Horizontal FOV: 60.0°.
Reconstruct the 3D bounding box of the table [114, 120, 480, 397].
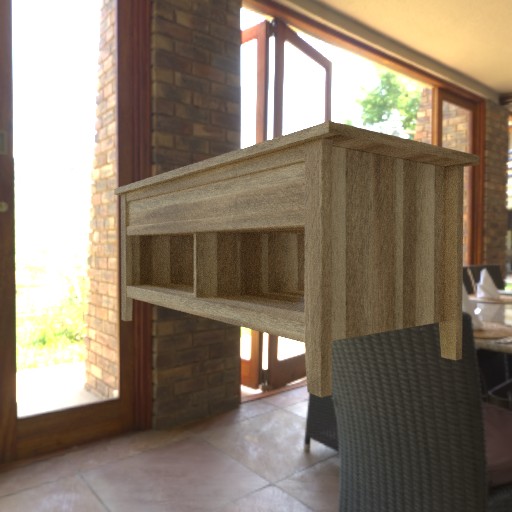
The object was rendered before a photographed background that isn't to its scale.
[{"bbox_3d":[0.000,0.000,1.335,0.493,0.480,1.095,-1,1,-36],"label":"table"}]
